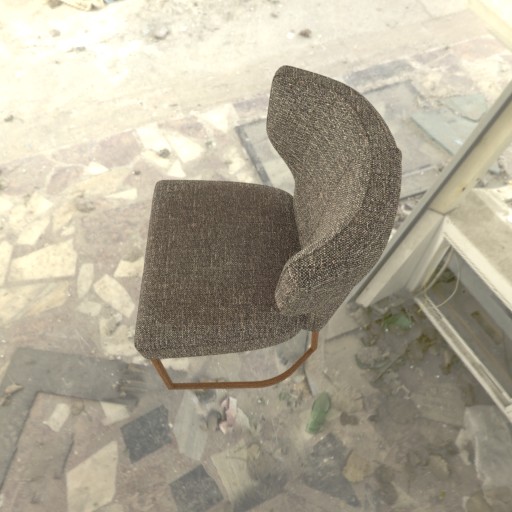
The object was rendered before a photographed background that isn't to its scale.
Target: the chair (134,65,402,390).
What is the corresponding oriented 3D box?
[{"bbox_3d":[0.000,0.000,1.249,0.617,0.824,0.611,-1,58,-1],"label":"chair"}]
